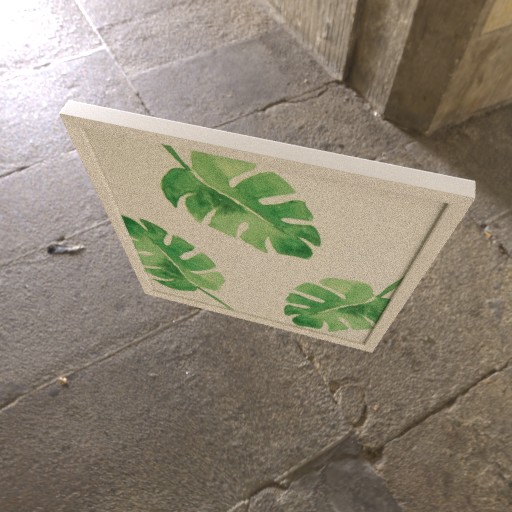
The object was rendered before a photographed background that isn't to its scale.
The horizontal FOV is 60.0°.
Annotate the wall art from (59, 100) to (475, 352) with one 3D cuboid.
[{"bbox_3d":[0.000,0.000,1.119,0.762,0.762,0.040,13,60,8],"label":"wall art"}]
